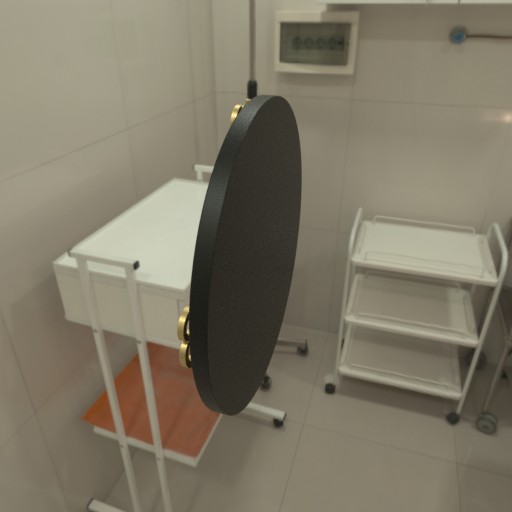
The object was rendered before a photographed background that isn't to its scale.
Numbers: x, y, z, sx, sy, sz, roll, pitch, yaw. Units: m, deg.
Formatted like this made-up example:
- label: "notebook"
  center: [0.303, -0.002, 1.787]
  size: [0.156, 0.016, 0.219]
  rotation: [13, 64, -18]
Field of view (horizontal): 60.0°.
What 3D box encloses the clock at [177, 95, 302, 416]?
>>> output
- label: "clock"
  center: [0.000, 0.000, 0.663]
  size: [0.038, 0.454, 0.454]
  rotation: [9, 30, 15]
